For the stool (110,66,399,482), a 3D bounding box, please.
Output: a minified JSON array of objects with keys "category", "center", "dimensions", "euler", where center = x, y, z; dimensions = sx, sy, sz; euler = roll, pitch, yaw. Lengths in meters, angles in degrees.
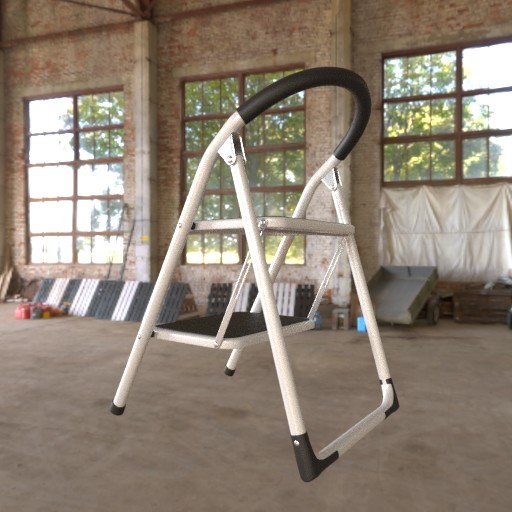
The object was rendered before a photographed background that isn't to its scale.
[{"category":"stool","center":[0.000,0.000,1.076],"dimensions":[0.559,0.760,0.453],"euler":[0,0,36]}]
